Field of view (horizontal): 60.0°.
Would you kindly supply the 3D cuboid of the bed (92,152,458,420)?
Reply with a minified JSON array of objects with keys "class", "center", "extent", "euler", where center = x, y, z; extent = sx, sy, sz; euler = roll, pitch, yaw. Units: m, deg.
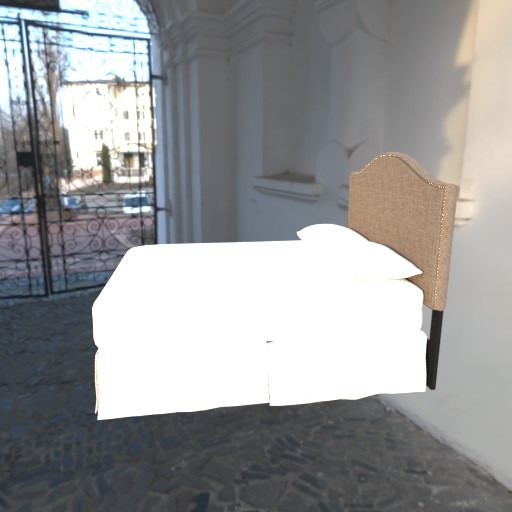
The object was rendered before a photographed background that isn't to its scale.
[{"class":"bed","center":[0.000,0.000,3.324],"extent":[2.153,1.518,1.713],"euler":[-2,13,-8]}]
